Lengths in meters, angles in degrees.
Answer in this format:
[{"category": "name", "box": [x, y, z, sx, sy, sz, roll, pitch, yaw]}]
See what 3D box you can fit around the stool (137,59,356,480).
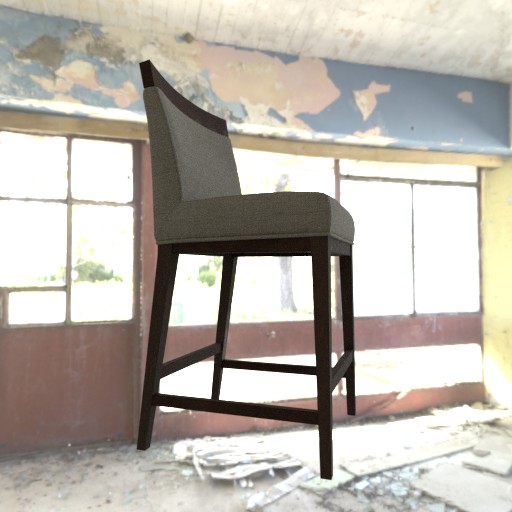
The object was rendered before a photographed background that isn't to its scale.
[{"category": "stool", "box": [0.000, 0.000, 1.304, 0.531, 1.009, 0.512, 0, -2, 19]}]
